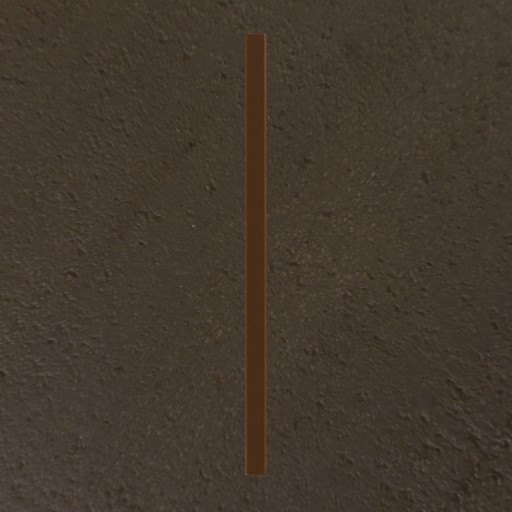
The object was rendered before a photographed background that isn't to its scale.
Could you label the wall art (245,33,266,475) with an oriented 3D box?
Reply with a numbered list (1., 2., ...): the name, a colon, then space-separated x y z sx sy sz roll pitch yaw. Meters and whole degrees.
1. wall art: 0.000 0.000 0.724 0.021 0.550 0.449 0 89 0
